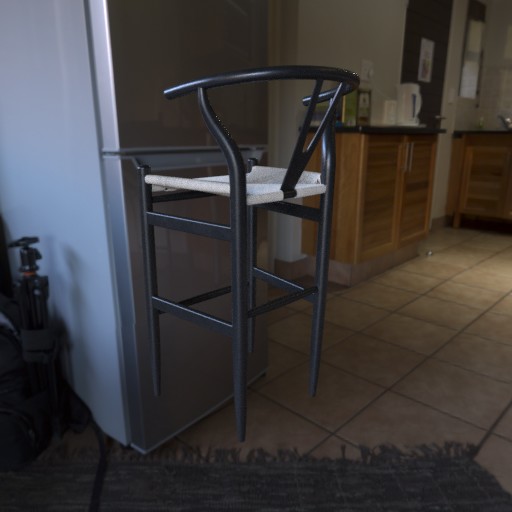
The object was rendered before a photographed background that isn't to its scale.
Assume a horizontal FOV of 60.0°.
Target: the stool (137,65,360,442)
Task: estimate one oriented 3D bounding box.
[{"bbox_3d":[0.000,0.000,1.419,0.569,1.072,0.579,-15,22,-41],"label":"stool"}]
